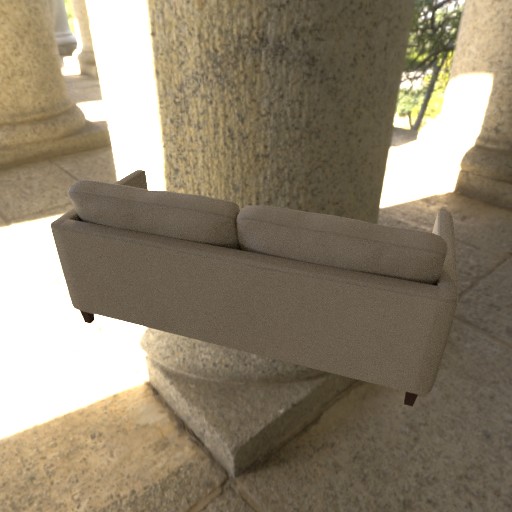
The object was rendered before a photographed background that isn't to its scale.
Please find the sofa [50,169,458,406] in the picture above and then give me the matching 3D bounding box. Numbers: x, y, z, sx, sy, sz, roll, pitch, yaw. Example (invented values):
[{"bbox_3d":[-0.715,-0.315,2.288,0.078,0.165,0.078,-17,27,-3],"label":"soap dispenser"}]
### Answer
[{"bbox_3d":[0.000,0.000,2.698,2.181,0.932,0.948,10,33,16],"label":"sofa"}]
